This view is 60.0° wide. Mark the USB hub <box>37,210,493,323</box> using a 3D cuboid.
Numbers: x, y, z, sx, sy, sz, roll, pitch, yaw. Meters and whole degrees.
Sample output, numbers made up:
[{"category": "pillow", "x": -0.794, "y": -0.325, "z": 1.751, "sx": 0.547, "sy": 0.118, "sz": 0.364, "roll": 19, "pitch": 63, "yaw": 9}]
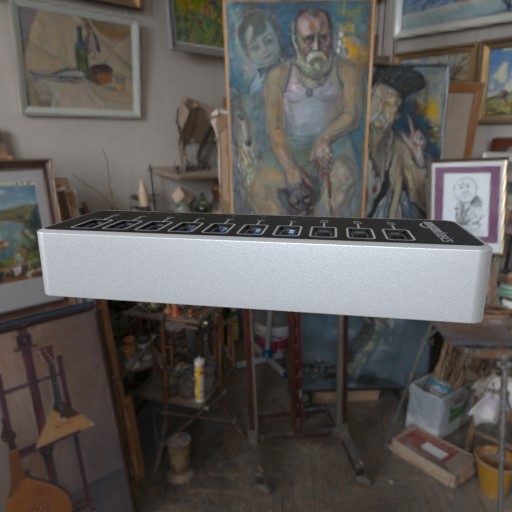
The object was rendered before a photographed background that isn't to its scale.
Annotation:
[{"category": "USB hub", "x": 0.000, "y": 0.000, "z": 0.160, "sx": 0.145, "sy": 0.023, "sz": 0.044, "roll": 3, "pitch": 15, "yaw": 10}]
